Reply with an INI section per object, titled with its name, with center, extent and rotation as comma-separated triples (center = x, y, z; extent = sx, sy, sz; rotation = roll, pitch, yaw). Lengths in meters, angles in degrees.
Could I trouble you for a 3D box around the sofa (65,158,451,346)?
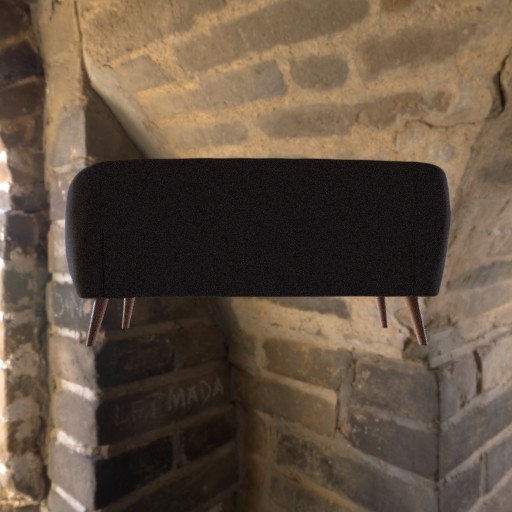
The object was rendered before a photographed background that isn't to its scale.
[sofa]
center = 0.000, 0.000, 2.272
extent = 1.840, 0.820, 0.820
rotation = 0, -2, -1
